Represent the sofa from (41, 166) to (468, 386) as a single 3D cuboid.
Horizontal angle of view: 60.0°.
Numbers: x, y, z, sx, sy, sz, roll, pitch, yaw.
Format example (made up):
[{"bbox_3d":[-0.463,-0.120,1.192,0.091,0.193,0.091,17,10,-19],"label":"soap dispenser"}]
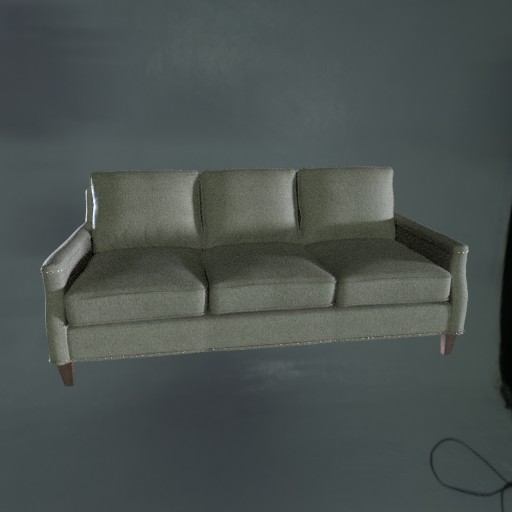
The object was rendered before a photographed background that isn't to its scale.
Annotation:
[{"bbox_3d":[0.000,0.000,2.747,2.246,1.003,1.084,-3,18,-8],"label":"sofa"}]
